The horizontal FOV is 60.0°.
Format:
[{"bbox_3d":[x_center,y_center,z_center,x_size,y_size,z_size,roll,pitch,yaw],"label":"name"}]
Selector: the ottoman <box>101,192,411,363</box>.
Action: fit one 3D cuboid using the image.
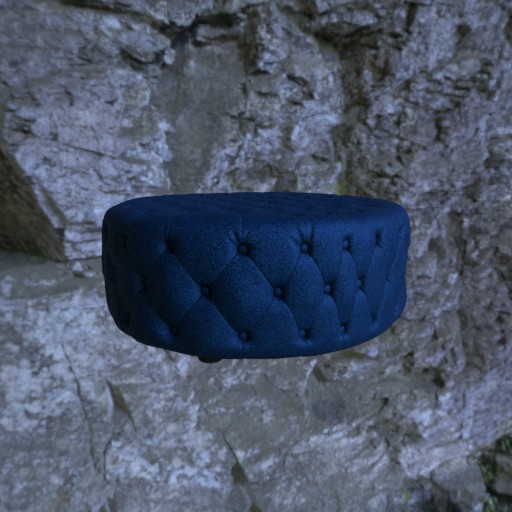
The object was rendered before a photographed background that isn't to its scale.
[{"bbox_3d":[0.000,0.000,1.522,0.998,0.398,0.998,0,12,0],"label":"ottoman"}]
